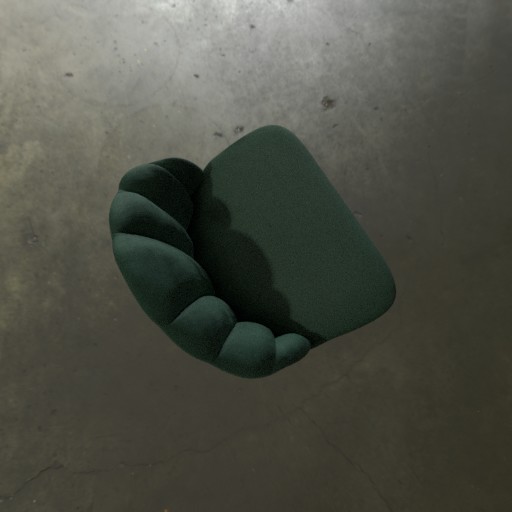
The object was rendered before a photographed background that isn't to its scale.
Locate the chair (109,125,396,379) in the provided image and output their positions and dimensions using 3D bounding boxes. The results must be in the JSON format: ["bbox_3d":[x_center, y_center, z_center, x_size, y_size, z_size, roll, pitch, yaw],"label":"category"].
[{"bbox_3d":[0.000,0.000,1.286,0.599,0.819,0.657,-30,78,-7],"label":"chair"}]
